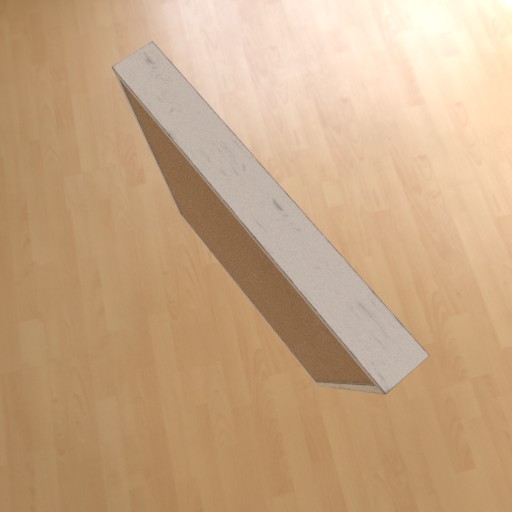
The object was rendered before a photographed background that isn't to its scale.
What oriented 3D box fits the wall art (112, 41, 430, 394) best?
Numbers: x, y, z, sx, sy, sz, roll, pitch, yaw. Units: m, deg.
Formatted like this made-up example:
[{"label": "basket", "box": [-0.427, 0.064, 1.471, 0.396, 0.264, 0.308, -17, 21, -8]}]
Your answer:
[{"label": "wall art", "box": [0.000, 0.000, 0.456, 0.038, 0.305, 0.305, -38, 78, -10]}]
